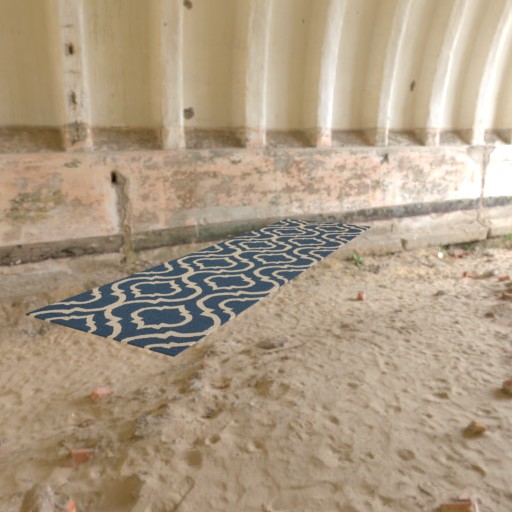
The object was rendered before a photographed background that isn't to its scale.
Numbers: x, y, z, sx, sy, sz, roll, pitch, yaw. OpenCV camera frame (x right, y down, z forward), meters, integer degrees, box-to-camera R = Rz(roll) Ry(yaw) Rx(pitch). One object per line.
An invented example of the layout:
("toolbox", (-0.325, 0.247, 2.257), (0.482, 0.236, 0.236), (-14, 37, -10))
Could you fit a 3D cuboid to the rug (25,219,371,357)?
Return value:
("rug", (0.000, 0.000, 2.446), (0.685, 0.006, 2.296), (8, 17, 27))
